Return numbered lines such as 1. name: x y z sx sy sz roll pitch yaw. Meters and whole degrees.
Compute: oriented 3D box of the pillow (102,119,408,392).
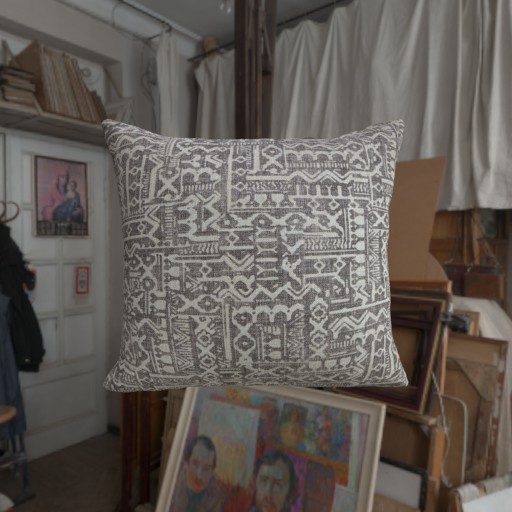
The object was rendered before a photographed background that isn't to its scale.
1. pillow: 0.000 0.000 0.791 0.546 0.487 0.180 0 1 -1
